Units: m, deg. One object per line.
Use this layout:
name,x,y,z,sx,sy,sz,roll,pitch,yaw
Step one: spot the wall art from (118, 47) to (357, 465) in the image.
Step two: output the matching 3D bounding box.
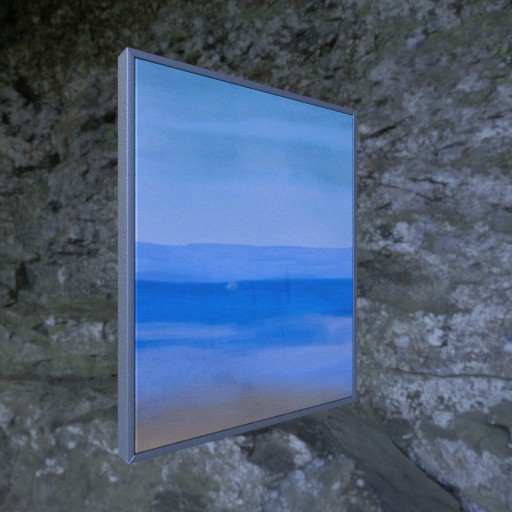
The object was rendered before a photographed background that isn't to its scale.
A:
wall art,0.000,0.000,0.730,0.445,0.553,0.039,0,0,-35
